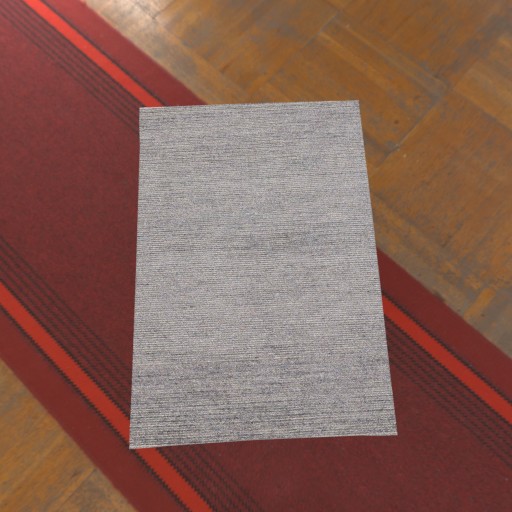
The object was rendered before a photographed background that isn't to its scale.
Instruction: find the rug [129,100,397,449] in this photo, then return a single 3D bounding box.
[{"bbox_3d":[0.000,0.000,2.934,1.604,0.030,2.307,-2,75,-1],"label":"rug"}]
